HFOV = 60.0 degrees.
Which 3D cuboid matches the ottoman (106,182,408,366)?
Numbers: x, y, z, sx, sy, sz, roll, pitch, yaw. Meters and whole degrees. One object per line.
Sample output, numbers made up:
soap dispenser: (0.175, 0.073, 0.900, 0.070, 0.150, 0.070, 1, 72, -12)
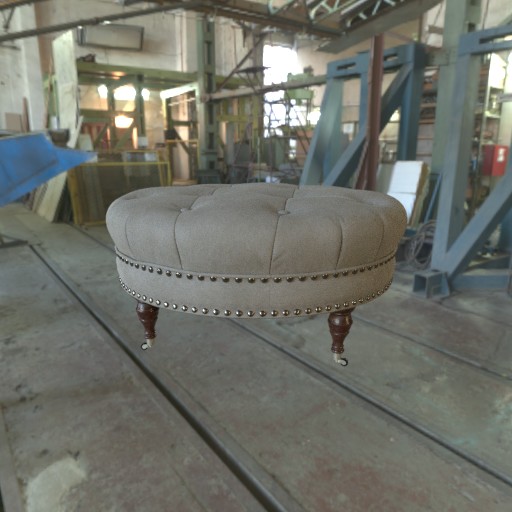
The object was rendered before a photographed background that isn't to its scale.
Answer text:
ottoman: (0.000, 0.000, 1.423, 0.901, 0.439, 0.901, 0, 14, 0)
